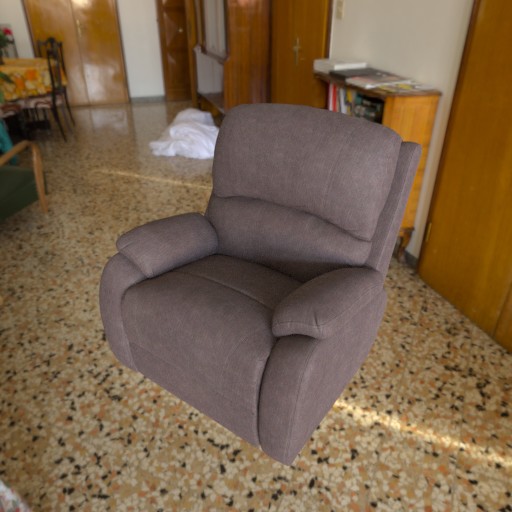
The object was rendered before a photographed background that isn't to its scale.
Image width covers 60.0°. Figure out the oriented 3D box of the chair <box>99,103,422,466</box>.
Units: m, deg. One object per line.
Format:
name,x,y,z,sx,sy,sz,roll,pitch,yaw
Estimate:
chair,0.000,0.000,1.710,0.930,1.011,0.899,20,36,30
